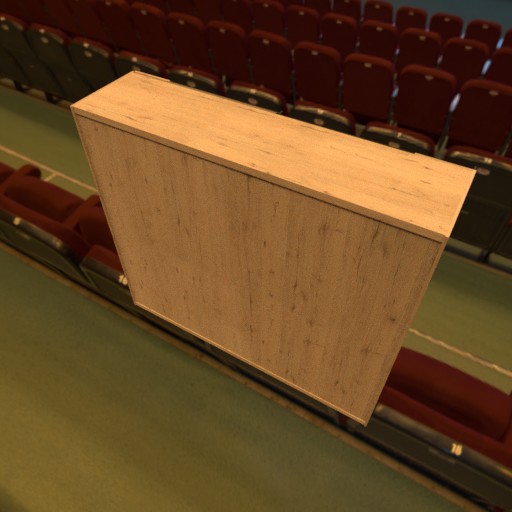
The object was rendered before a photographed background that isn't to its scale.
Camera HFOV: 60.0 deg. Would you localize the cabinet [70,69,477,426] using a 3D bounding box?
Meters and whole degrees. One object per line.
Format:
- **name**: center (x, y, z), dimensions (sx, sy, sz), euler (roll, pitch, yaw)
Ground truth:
- **cabinet**: center (0.000, 0.000, 3.515), dimensions (2.500, 2.180, 0.660), euler (23, 51, 20)
